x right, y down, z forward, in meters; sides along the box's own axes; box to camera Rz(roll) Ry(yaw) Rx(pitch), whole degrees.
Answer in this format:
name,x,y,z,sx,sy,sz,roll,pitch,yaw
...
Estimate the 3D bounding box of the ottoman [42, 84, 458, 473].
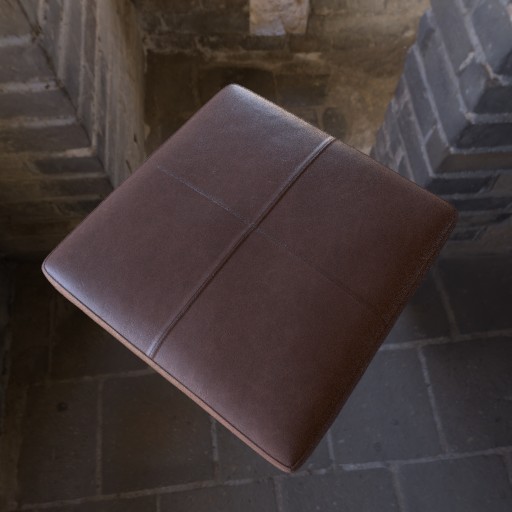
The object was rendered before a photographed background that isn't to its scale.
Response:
name,x,y,z,sx,sy,sz,roll,pitch,yaw
ottoman,0.000,0.000,1.791,1.168,0.490,1.168,34,70,15
